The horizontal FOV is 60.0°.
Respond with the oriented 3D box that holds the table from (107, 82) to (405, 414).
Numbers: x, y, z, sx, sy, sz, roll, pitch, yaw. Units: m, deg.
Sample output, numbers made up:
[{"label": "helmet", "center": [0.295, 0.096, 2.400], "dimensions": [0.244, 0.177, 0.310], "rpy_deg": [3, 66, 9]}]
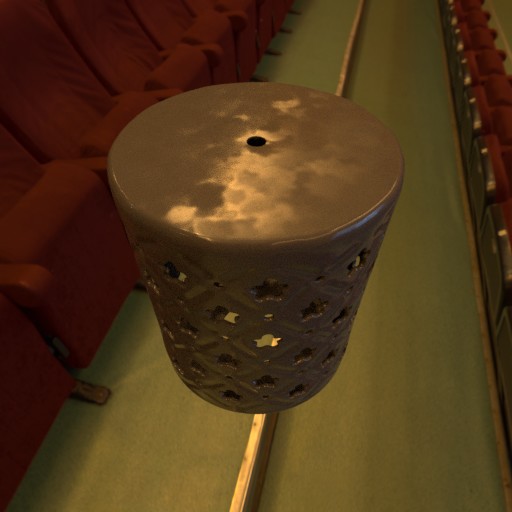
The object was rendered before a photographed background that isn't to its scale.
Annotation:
[{"label": "table", "center": [0.000, 0.000, 0.662], "dimensions": [0.352, 0.387, 0.352], "rpy_deg": [0, 45, 0]}]
